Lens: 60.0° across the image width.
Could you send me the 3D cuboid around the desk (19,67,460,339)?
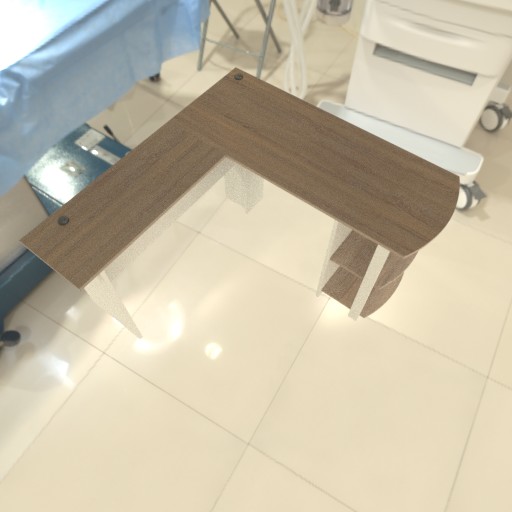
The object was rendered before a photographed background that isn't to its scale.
[{"bbox_3d":[0.000,0.000,2.116,1.303,0.716,1.361,33,64,19],"label":"desk"}]
